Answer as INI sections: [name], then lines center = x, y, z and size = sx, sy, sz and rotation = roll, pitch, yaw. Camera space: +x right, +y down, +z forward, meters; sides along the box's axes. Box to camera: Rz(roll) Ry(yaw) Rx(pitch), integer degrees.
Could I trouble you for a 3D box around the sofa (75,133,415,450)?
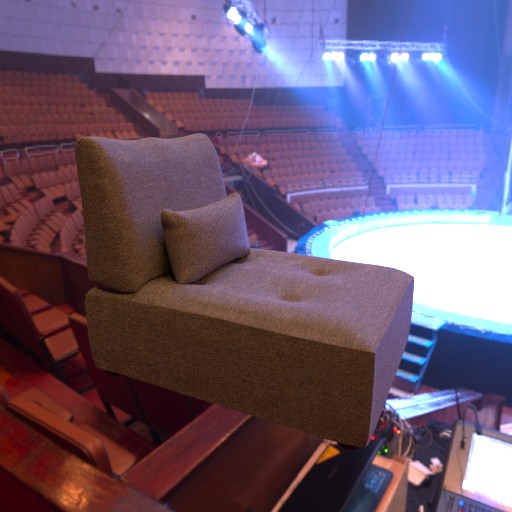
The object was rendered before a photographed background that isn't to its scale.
[sofa]
center = 0.000, 0.000, 1.559
size = 1.000, 0.820, 0.700
rotation = 8, 18, 26
